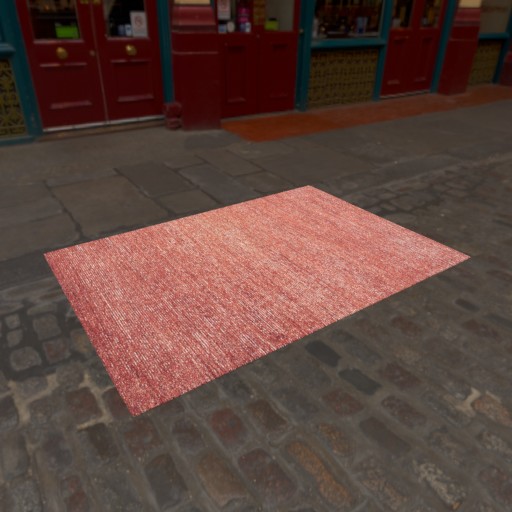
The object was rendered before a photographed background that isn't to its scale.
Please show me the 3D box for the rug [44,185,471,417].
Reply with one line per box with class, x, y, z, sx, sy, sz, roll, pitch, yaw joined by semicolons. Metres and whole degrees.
rug;0.000;0.000;5.029;3.965;0.025;2.803;-19;34;-29
